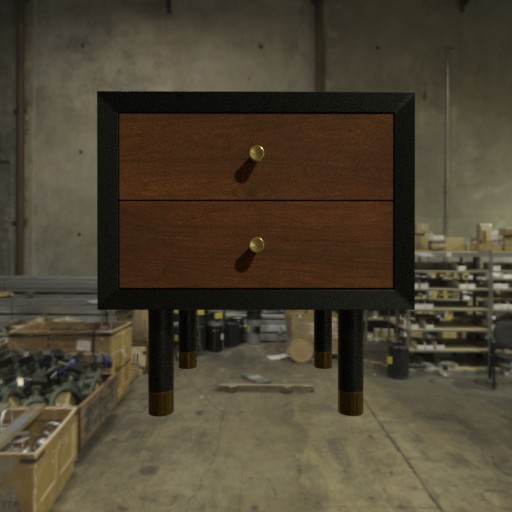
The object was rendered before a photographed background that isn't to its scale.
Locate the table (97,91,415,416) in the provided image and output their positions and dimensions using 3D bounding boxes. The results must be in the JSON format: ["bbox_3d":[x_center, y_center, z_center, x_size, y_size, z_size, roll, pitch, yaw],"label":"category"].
[{"bbox_3d":[0.000,0.000,0.989,0.564,0.584,0.441,0,0,0],"label":"table"}]
